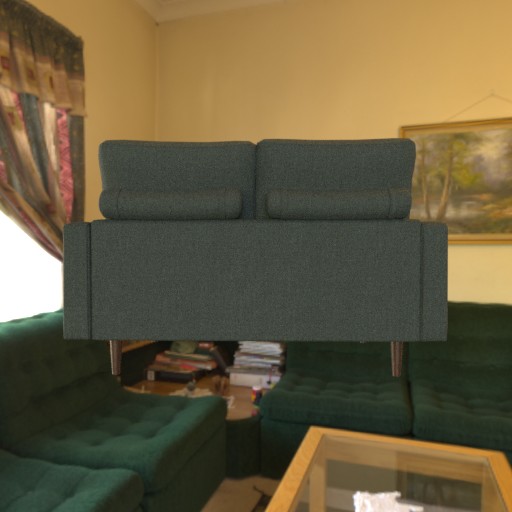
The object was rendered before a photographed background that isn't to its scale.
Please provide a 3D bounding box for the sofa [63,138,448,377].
[{"bbox_3d":[0.000,0.000,1.987,1.407,0.907,0.842,0,1,1],"label":"sofa"}]
